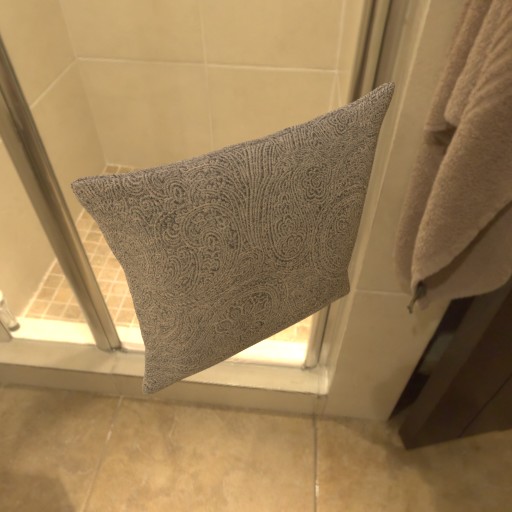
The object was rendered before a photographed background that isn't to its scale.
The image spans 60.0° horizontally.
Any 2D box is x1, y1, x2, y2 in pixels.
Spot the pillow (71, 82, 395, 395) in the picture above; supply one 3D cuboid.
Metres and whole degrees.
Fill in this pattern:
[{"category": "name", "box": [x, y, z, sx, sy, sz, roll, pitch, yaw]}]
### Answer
[{"category": "pillow", "box": [0.000, 0.000, 0.792, 0.523, 0.510, 0.166, -24, 50, -21]}]
